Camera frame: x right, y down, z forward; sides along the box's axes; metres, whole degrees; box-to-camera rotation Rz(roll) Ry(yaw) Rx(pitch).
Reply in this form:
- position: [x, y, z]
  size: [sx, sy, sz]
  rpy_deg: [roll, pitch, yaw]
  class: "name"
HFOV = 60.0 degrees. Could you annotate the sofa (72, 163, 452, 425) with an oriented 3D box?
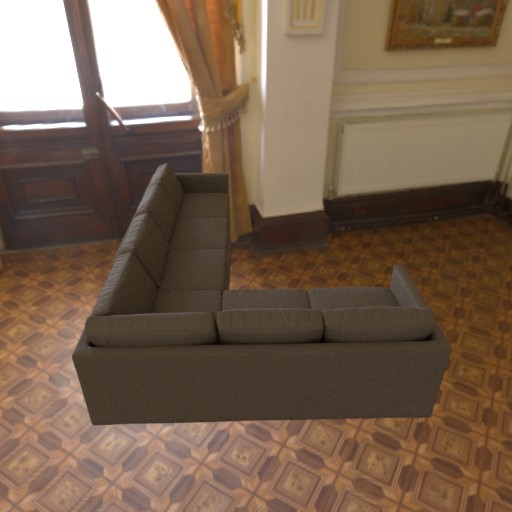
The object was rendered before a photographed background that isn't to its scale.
- position: [0.000, 0.000, 4.268]
  size: [2.432, 0.871, 3.182]
  rpy_deg: [-1, 31, -1]
  class: "sofa"
